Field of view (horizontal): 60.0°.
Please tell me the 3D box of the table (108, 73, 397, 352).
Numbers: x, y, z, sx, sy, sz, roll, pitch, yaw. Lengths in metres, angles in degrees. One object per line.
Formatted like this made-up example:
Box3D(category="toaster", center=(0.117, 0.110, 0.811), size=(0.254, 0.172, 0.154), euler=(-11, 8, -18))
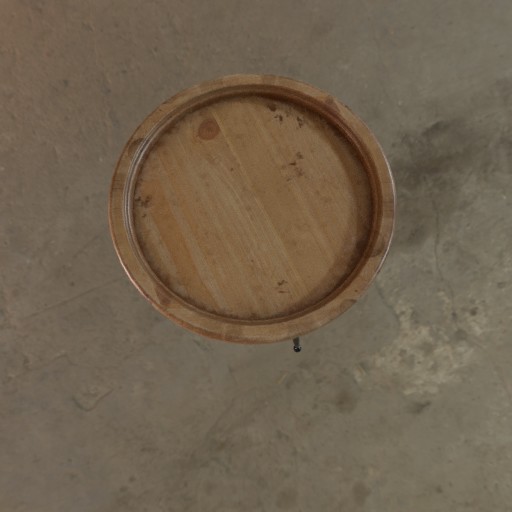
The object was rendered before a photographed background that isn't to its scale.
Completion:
Box3D(category="table", center=(0.000, 0.000, 0.946), size=(0.414, 0.664, 0.418), euler=(38, 78, 9))
